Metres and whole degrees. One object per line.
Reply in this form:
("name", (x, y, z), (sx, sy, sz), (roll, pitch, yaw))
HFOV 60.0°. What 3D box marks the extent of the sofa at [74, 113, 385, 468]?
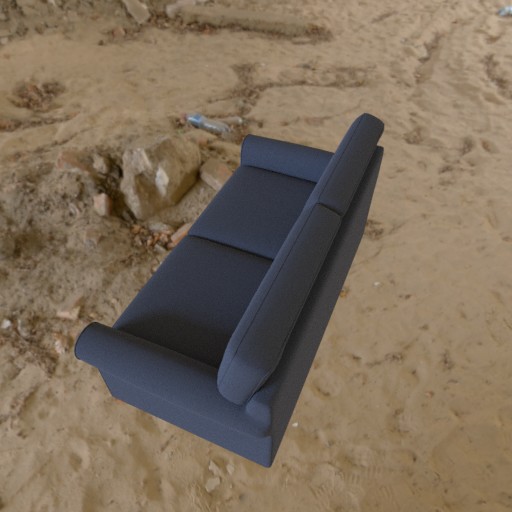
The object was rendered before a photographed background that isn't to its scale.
("sofa", (0.000, 0.000, 2.503), (0.940, 1.020, 1.930), (18, 49, 16))
